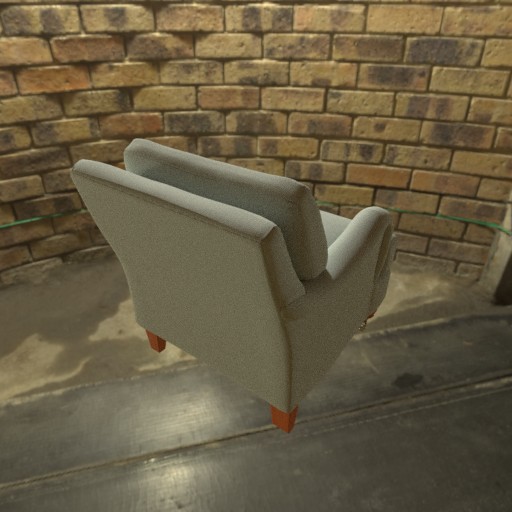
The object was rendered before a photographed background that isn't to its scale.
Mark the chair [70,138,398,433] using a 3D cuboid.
[{"bbox_3d":[0.000,0.000,1.943,0.955,1.038,1.070,22,38,31],"label":"chair"}]
